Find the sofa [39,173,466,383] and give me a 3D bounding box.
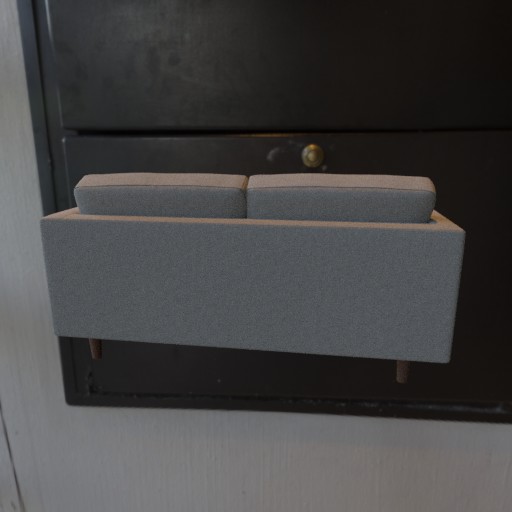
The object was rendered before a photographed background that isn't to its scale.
[{"bbox_3d":[0.000,0.000,2.310,1.731,0.900,1.000,2,15,8],"label":"sofa"}]
